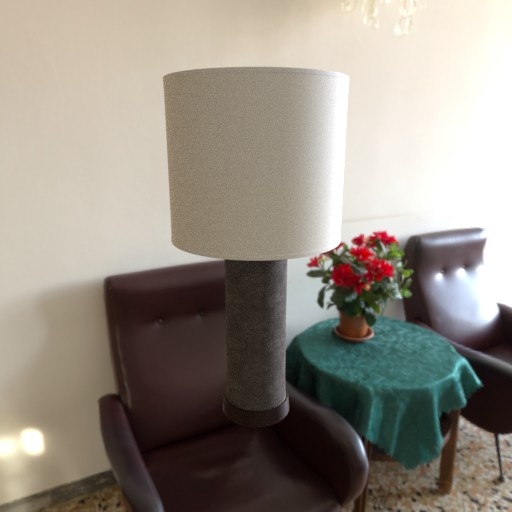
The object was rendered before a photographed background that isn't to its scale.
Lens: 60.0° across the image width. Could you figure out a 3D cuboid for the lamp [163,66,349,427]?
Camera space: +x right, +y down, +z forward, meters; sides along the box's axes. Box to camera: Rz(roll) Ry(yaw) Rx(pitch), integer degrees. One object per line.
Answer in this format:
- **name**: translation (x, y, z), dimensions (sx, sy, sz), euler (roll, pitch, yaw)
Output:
- **lamp**: translation (0.000, 0.000, 0.810), dimensions (0.301, 0.630, 0.301), euler (8, 18, 27)
